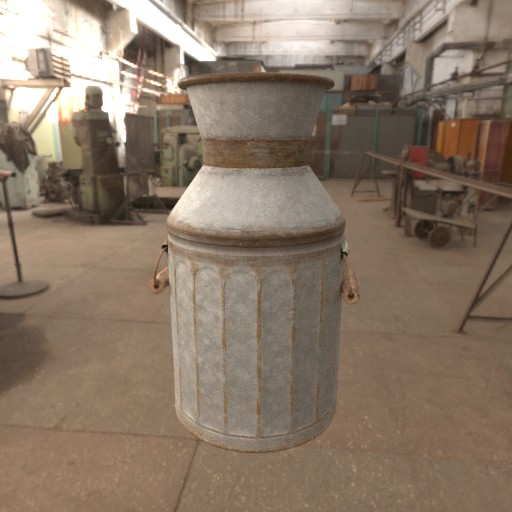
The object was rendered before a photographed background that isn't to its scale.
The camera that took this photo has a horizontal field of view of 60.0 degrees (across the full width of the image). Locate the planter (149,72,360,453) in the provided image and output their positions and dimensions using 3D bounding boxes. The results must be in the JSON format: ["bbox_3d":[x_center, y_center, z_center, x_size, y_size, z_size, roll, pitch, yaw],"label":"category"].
[{"bbox_3d":[0.000,0.000,0.539,0.245,0.396,0.214,2,16,8],"label":"planter"}]
